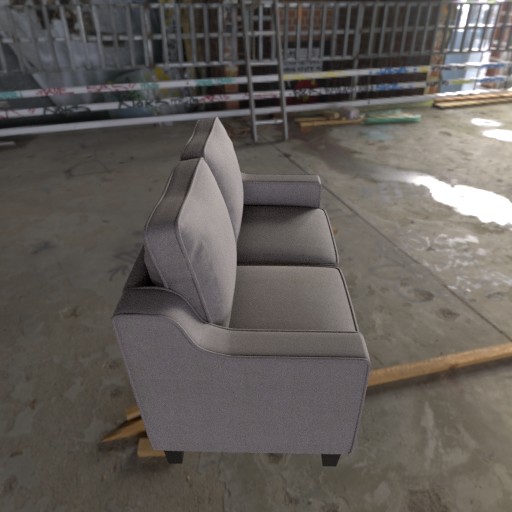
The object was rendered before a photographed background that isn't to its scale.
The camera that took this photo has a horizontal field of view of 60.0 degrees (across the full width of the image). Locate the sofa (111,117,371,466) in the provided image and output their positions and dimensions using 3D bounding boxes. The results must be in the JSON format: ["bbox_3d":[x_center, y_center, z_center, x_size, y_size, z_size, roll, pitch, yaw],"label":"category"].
[{"bbox_3d":[0.000,0.000,1.995,0.791,0.948,1.500,1,31,1],"label":"sofa"}]
